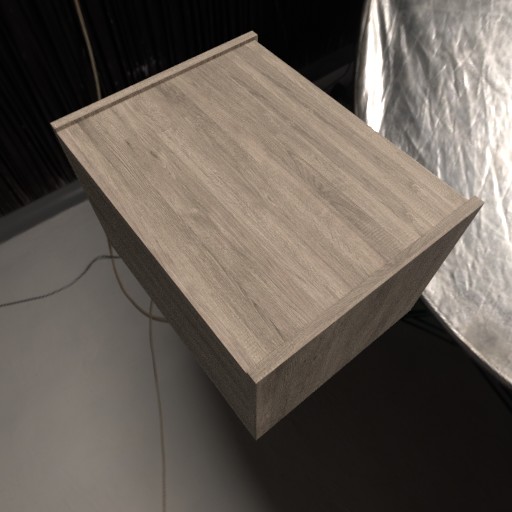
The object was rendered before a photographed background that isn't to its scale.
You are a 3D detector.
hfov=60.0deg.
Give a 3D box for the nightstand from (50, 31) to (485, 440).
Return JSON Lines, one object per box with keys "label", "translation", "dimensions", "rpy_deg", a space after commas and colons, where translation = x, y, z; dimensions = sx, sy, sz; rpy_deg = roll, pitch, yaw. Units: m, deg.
{"label": "nightstand", "translation": [0.000, 0.000, 0.816], "dimensions": [0.380, 0.500, 0.480], "rpy_deg": [-34, 64, -19]}
